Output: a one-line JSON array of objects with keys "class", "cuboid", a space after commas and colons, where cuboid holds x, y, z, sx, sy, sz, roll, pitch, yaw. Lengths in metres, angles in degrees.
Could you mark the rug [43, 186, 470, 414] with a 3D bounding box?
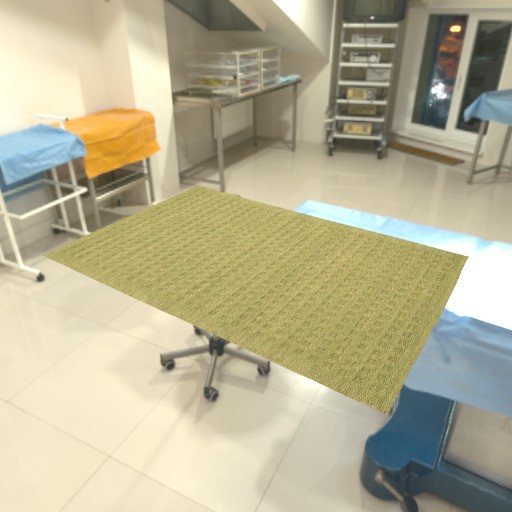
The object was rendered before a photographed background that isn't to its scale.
[{"class": "rug", "cuboid": [0.000, 0.000, 2.853, 2.297, 0.007, 1.529, 18, 34, 29]}]
